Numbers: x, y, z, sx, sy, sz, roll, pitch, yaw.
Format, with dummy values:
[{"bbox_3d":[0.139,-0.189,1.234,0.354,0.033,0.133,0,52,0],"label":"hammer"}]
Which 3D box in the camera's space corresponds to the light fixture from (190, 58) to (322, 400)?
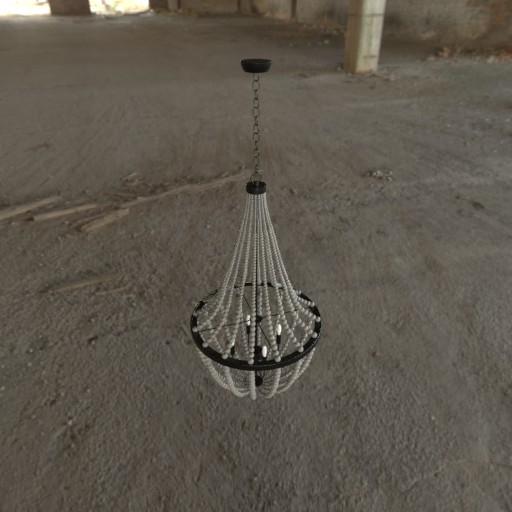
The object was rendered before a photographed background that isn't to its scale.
[{"bbox_3d":[0.000,0.000,1.394,0.450,1.133,0.450,0,31,0],"label":"light fixture"}]
